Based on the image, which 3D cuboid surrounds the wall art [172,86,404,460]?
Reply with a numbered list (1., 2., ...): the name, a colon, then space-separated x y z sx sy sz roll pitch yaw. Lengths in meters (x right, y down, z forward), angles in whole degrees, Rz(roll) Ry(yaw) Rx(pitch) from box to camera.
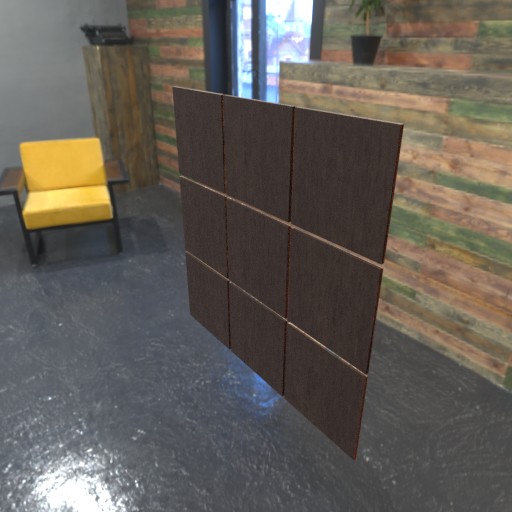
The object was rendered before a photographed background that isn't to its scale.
1. wall art: 0.000 0.000 1.814 0.013 1.213 1.215 -19 32 -33
